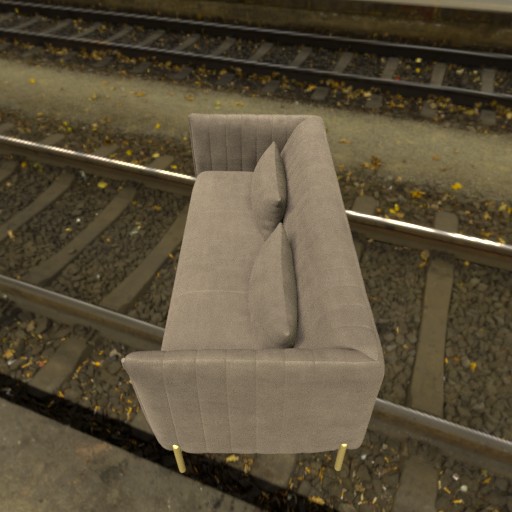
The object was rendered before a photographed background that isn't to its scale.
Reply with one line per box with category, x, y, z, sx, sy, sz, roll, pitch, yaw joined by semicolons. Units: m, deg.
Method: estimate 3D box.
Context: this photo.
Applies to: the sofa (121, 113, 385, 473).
sofa;0.000;0.000;2.385;0.876;0.780;1.980;0;42;0
